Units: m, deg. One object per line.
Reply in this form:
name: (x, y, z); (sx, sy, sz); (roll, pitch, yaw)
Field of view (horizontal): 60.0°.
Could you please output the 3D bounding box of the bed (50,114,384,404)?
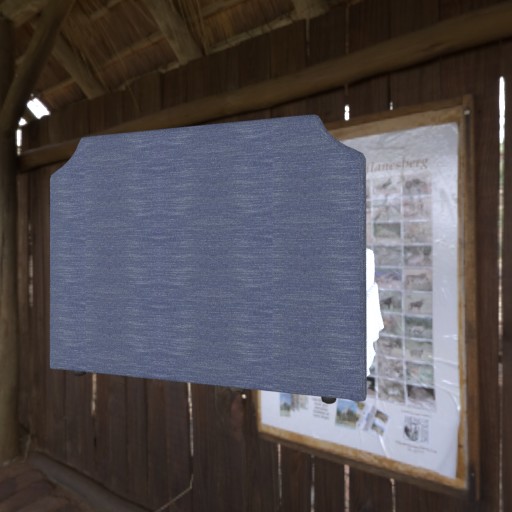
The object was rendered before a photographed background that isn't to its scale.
bed: (0.000, 0.000, 3.145); (1.693, 1.290, 2.116); (0, 1, 19)
